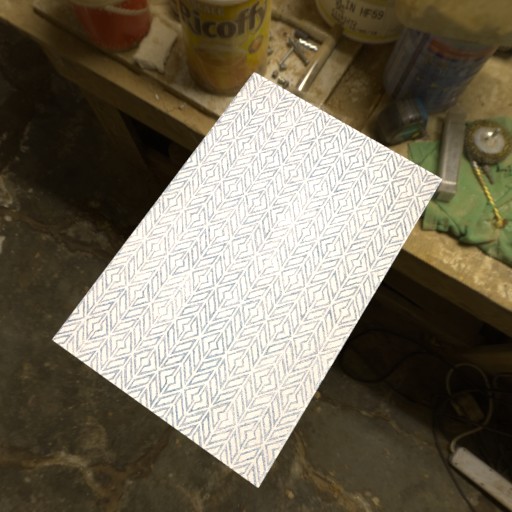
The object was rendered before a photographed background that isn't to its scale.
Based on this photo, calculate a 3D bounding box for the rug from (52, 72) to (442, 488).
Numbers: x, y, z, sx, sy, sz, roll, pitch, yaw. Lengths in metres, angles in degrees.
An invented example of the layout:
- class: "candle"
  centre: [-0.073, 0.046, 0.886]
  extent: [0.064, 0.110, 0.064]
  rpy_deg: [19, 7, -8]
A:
- class: "rug"
  centre: [0.000, 0.000, 2.300]
  extent: [1.220, 0.008, 1.824]
  rpy_deg: [32, 78, 8]
